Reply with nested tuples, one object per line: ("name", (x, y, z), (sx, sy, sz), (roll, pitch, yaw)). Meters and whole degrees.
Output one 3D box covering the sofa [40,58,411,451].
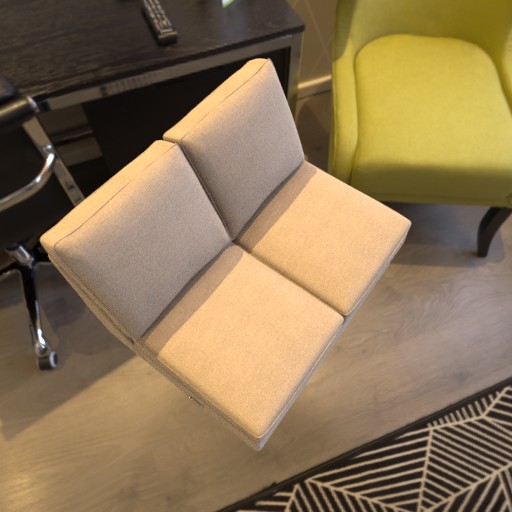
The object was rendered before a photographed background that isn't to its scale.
("sofa", (0.000, 0.000, 1.980), (0.978, 1.006, 1.232), (33, 65, 18))
